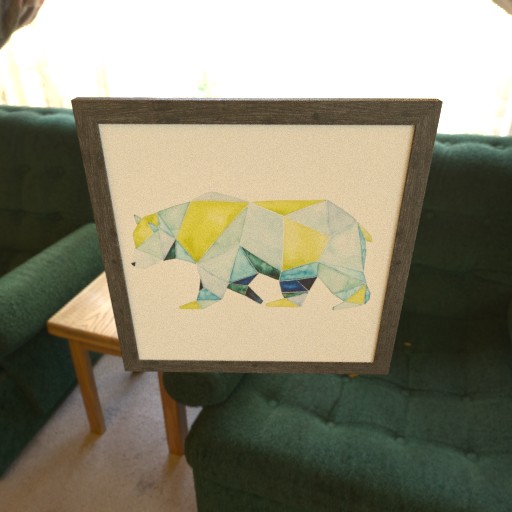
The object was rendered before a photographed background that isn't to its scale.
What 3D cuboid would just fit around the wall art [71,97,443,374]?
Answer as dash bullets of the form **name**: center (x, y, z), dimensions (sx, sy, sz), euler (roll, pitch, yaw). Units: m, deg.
- **wall art**: center (0.000, 0.000, 0.675), dimensions (0.462, 0.459, 0.027), euler (0, 30, 1)
